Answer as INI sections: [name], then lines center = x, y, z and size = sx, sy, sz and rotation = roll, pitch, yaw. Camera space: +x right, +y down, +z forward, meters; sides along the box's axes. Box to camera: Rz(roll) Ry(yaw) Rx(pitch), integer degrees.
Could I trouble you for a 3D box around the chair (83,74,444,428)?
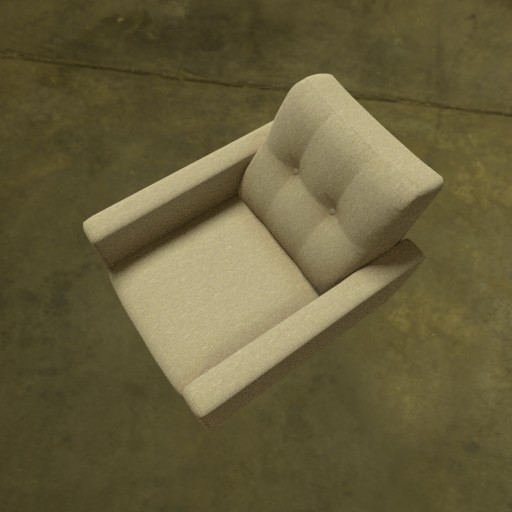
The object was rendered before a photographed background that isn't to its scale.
[chair]
center = 0.000, 0.000, 1.856
size = 1.128, 0.965, 0.897
rotation = -32, 68, -15
